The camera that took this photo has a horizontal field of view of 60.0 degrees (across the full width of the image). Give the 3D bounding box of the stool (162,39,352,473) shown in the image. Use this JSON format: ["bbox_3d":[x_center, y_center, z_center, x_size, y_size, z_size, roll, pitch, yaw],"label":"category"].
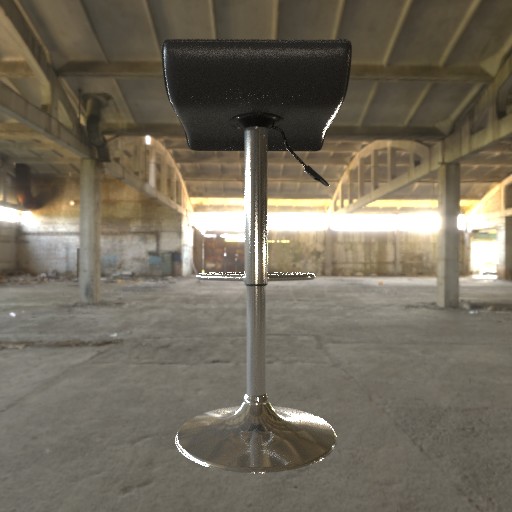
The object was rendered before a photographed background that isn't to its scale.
[{"bbox_3d":[0.000,0.000,1.056,0.381,0.851,0.381,0,0,-1],"label":"stool"}]
